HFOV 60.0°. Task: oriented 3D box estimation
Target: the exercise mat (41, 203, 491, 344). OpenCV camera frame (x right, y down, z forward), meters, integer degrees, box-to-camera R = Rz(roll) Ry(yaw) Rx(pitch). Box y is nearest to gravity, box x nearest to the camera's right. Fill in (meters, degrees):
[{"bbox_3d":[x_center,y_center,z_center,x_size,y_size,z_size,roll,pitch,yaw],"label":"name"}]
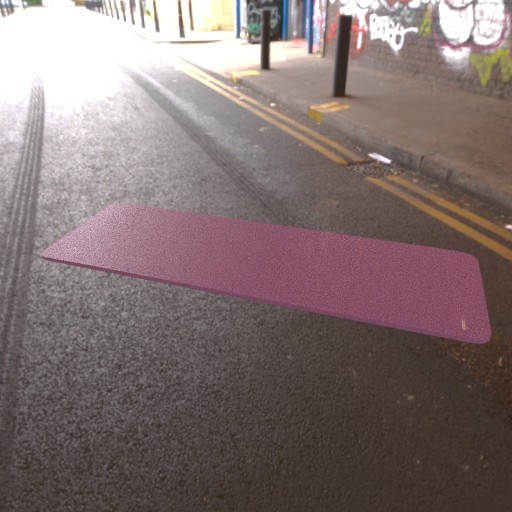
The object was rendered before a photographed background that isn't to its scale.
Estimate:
[{"bbox_3d":[0.000,0.000,1.971,1.869,0.021,0.616,9,32,15],"label":"exercise mat"}]
